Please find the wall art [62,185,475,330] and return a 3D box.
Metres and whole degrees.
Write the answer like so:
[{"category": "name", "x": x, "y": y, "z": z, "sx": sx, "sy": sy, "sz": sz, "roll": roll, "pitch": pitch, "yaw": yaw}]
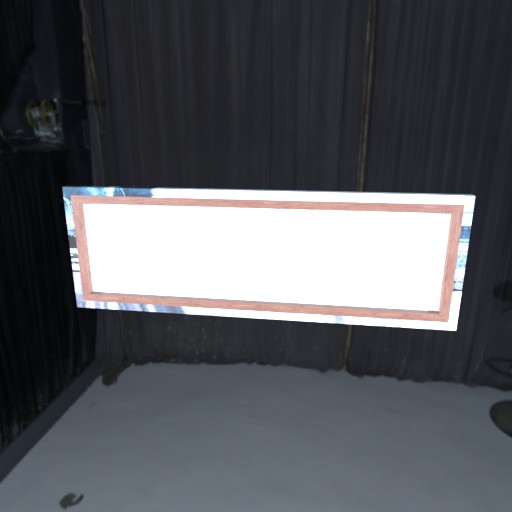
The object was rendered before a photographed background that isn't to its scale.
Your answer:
[{"category": "wall art", "x": 0.000, "y": 0.000, "z": 1.714, "sx": 1.524, "sy": 0.509, "sz": 0.037, "roll": 2, "pitch": 17, "yaw": 8}]
